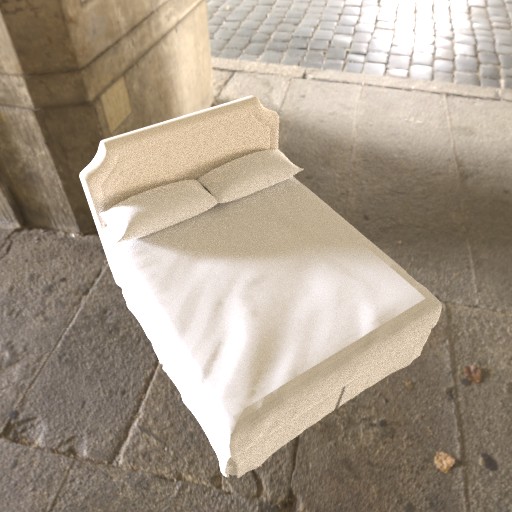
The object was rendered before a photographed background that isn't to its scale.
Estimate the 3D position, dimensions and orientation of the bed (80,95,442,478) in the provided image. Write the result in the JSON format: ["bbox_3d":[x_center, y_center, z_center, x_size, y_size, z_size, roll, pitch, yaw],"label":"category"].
[{"bbox_3d":[0.000,0.000,3.868,2.134,1.524,2.548,-25,51,-22],"label":"bed"}]
